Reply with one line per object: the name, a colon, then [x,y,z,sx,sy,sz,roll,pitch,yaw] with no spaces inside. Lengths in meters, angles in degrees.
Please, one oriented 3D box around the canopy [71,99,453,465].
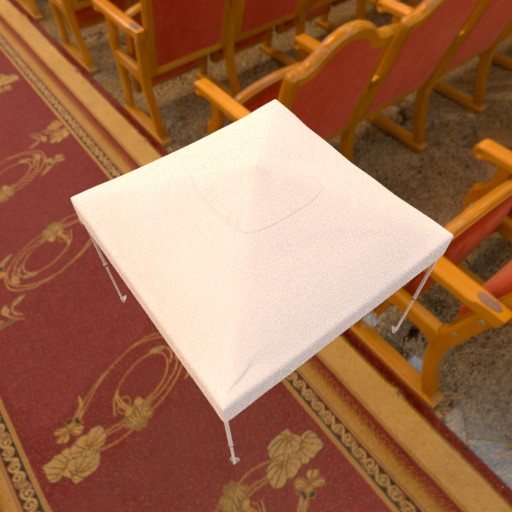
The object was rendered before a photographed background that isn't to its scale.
canopy: [0.000,0.000,5.416,2.998,2.997,2.996,-32,61,-21]
